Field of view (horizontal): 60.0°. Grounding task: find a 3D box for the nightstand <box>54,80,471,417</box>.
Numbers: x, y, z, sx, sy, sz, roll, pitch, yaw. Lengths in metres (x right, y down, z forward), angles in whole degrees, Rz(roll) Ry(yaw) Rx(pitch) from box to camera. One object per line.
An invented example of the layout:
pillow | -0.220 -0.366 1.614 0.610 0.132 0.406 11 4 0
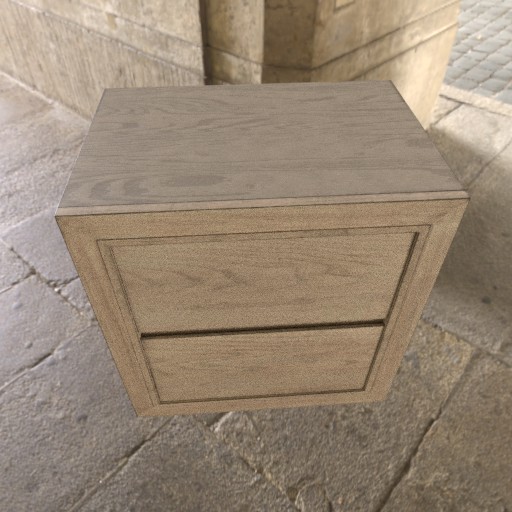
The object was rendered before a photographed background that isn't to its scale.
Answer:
nightstand | 0.000 0.000 1.051 0.612 0.673 0.483 -3 45 -3
